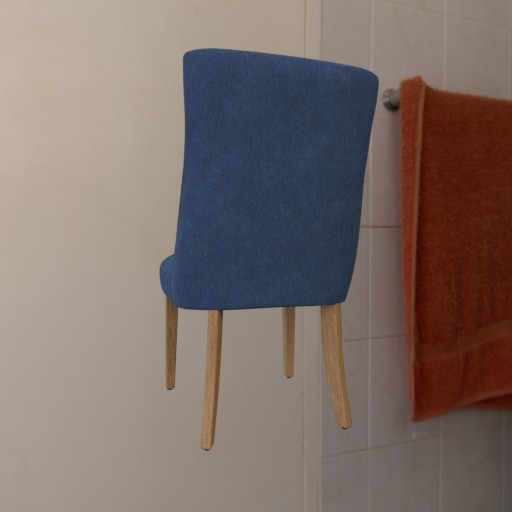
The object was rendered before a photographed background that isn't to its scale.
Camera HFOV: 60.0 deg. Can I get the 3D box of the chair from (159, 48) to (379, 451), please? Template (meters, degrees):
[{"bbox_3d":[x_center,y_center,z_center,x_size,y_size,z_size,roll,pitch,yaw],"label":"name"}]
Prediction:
[{"bbox_3d":[0.000,0.000,1.257,0.495,0.902,0.609,-1,2,-18],"label":"chair"}]
